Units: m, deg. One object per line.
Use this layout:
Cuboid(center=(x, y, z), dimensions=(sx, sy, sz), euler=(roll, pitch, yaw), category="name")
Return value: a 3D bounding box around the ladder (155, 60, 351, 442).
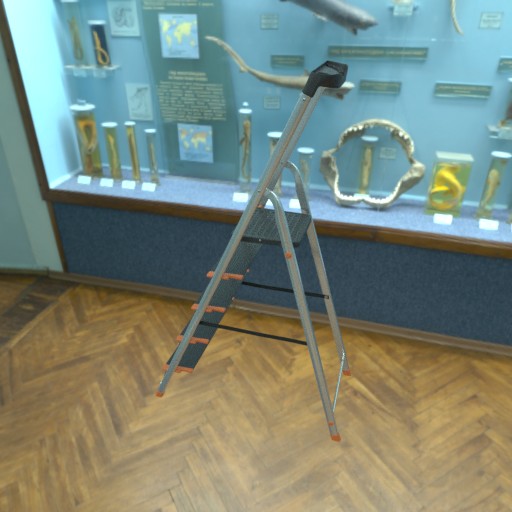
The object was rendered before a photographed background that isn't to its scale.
Cuboid(center=(0.000, 0.000, 2.049), dimensions=(0.995, 1.646, 0.480), euler=(9, 31, 15), category="ladder")
